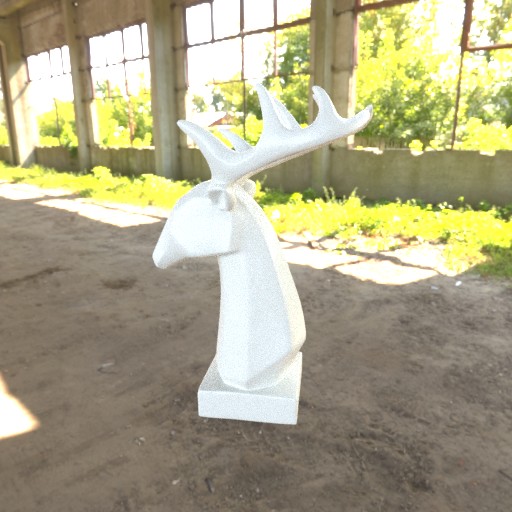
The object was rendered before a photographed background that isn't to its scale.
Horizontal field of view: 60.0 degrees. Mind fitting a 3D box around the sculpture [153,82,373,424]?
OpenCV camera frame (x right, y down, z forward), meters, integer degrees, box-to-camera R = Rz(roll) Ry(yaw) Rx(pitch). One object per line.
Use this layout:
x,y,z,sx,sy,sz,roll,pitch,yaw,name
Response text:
0.000,0.000,0.462,0.224,0.329,0.174,2,15,8,sculpture
